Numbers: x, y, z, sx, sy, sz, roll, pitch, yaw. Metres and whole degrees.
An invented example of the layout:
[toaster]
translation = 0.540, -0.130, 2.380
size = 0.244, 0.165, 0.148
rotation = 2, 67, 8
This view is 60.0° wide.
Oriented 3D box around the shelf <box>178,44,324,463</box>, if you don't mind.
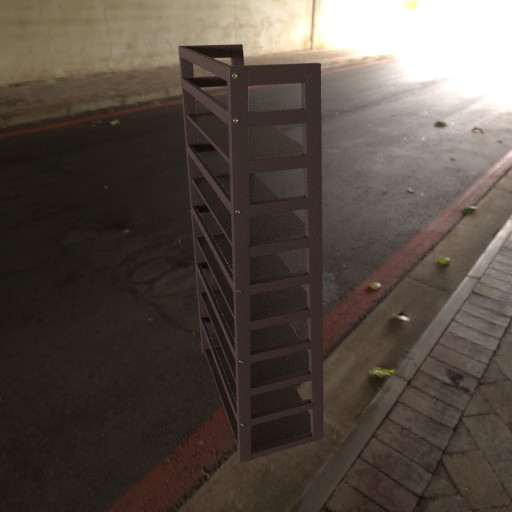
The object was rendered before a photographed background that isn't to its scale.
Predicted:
[shelf]
translation = 0.000, 0.000, 1.911
size = 0.403, 1.600, 0.763
rotation = -9, 31, -16
